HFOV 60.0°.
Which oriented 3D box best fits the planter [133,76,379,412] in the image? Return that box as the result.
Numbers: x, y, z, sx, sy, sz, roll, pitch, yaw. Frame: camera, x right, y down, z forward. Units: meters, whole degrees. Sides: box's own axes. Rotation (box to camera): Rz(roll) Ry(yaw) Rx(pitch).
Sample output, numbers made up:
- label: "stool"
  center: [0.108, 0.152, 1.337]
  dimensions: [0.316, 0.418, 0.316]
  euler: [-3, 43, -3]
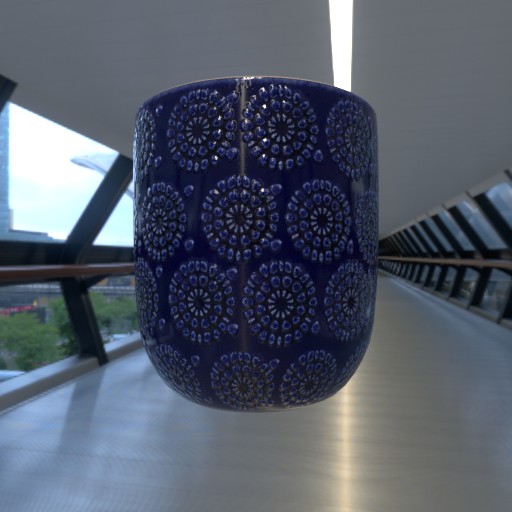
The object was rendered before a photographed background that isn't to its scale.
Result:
- label: "planter"
  center: [0.000, 0.000, 0.343]
  dimensions: [0.184, 0.206, 0.184]
  euler: [0, -1, 0]
